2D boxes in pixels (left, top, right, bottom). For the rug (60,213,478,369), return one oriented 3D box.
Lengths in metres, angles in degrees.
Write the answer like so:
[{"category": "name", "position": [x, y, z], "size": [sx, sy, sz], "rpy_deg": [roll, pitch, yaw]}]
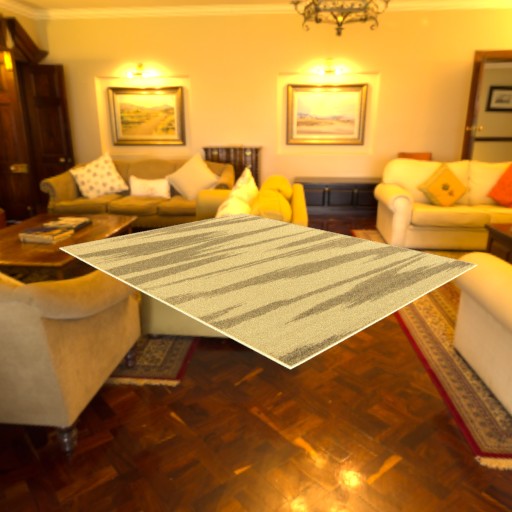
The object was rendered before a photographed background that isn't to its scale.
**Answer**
[{"category": "rug", "position": [0.000, 0.000, 3.963], "size": [2.353, 0.014, 2.945], "rpy_deg": [-16, 23, -41]}]
